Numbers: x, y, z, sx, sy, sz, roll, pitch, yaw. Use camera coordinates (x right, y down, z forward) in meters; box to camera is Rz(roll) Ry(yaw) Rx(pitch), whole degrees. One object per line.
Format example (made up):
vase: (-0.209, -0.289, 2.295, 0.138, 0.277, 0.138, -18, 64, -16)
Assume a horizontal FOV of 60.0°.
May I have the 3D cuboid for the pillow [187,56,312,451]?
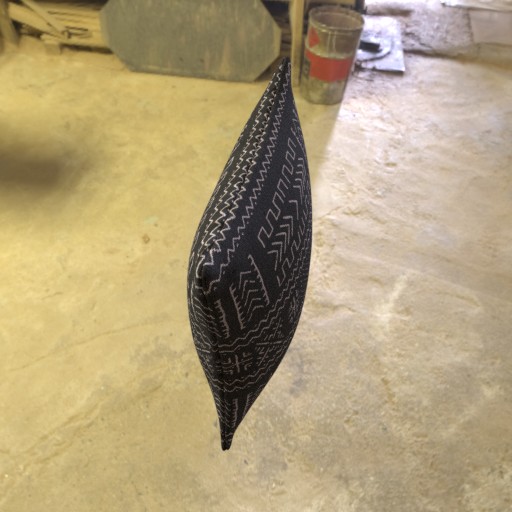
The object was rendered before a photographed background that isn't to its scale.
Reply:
pillow: (0.000, 0.000, 0.666, 0.164, 0.430, 0.438, 9, 49, 8)
